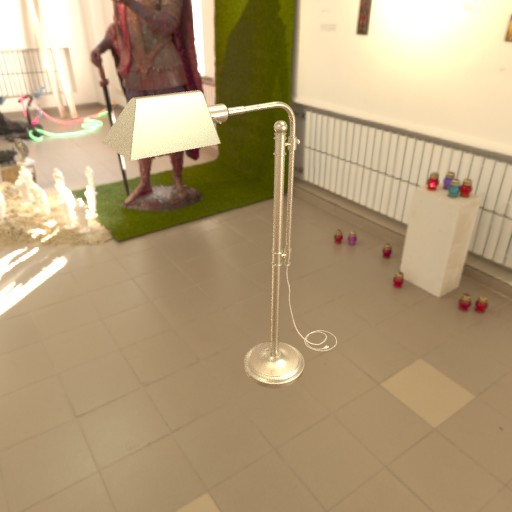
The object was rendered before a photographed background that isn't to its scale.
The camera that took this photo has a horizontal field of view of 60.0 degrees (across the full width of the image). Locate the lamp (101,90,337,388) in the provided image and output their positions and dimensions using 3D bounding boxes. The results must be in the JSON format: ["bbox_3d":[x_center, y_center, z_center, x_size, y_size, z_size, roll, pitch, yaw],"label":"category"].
[{"bbox_3d":[0.000,0.000,0.967,0.546,0.708,0.159,-19,35,-30],"label":"lamp"}]
